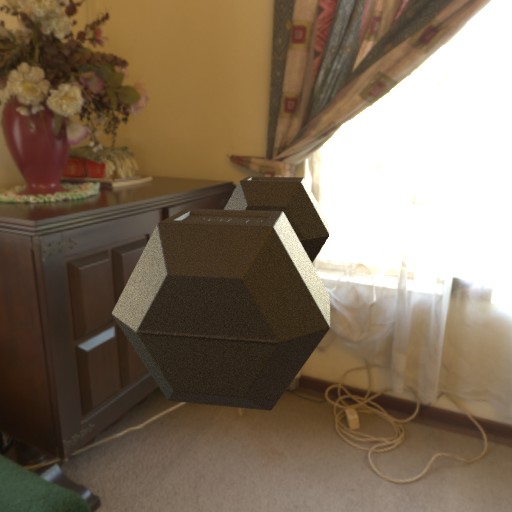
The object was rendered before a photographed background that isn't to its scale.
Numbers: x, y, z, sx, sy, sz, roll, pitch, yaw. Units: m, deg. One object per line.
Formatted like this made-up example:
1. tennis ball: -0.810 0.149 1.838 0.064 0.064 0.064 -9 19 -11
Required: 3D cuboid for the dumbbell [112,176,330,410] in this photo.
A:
1. dumbbell: 0.000 0.000 0.352 0.116 0.101 0.297 2 16 9
